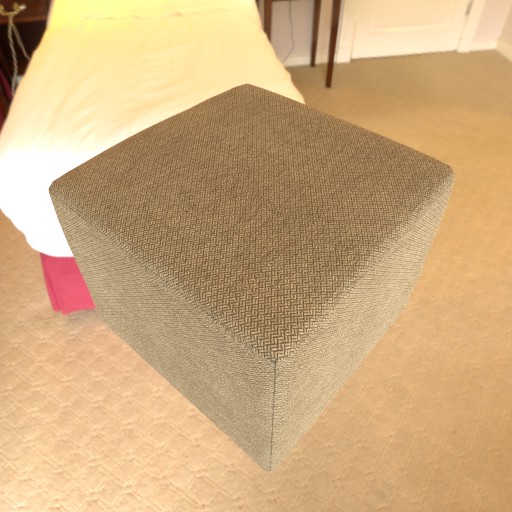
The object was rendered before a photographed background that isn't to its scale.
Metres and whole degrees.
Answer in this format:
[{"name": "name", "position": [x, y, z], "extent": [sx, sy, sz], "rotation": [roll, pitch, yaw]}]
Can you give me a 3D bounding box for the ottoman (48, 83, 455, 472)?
[{"name": "ottoman", "position": [0.000, 0.000, 0.891], "extent": [0.519, 0.453, 0.512], "rotation": [32, 55, 27]}]
